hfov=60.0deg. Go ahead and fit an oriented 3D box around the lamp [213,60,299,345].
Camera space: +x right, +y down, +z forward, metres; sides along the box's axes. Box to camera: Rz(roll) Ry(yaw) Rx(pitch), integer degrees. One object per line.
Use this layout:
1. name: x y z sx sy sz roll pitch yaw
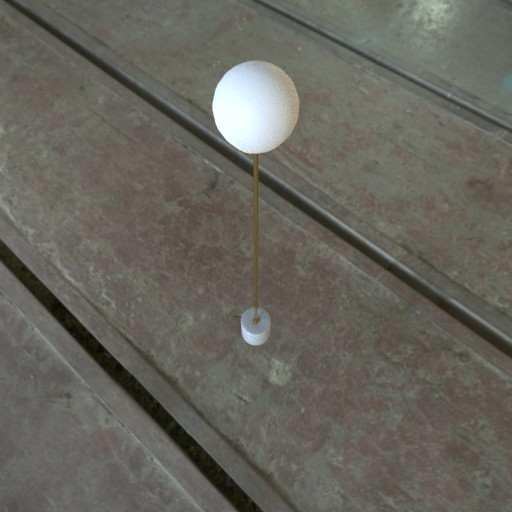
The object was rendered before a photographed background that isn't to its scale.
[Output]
1. lamp: 0.000 0.000 1.808 0.224 1.753 0.224 -3 60 -2
